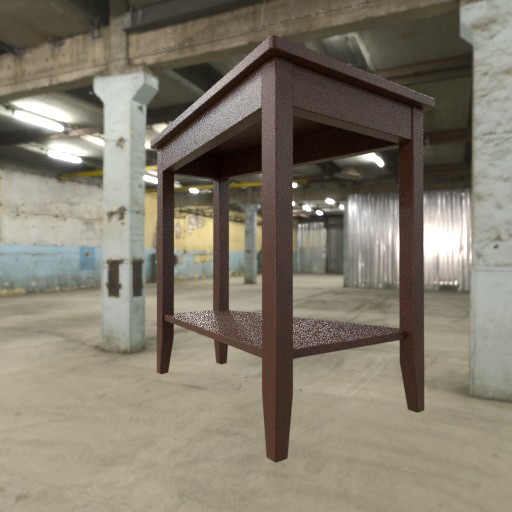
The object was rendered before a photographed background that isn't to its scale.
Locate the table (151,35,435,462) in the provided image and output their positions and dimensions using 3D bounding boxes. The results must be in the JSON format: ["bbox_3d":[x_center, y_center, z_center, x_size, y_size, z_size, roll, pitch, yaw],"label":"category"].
[{"bbox_3d":[0.000,0.000,0.956,0.399,0.589,0.605,1,-1,-37],"label":"table"}]
